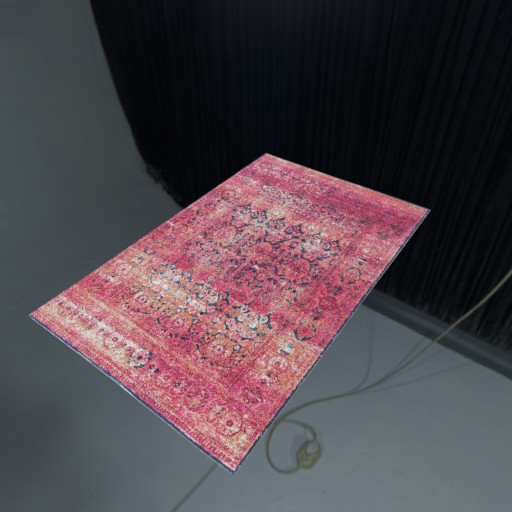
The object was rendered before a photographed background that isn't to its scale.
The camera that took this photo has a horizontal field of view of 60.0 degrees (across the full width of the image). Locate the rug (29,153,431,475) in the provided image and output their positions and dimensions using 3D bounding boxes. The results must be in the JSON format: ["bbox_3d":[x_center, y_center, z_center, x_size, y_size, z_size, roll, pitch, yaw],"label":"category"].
[{"bbox_3d":[0.000,0.000,3.000,1.539,0.018,2.449,26,47,26],"label":"rug"}]
